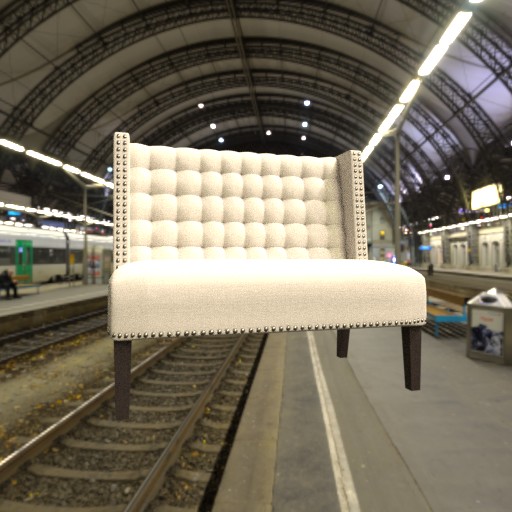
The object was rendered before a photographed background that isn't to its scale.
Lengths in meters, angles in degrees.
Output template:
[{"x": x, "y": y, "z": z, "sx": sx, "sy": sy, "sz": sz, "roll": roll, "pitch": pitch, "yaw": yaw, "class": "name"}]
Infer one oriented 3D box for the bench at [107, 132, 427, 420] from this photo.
[{"x": 0.000, "y": 0.000, "z": 2.037, "sx": 1.280, "sy": 1.123, "sz": 0.847, "roll": 0, "pitch": 0, "yaw": -17, "class": "bench"}]
